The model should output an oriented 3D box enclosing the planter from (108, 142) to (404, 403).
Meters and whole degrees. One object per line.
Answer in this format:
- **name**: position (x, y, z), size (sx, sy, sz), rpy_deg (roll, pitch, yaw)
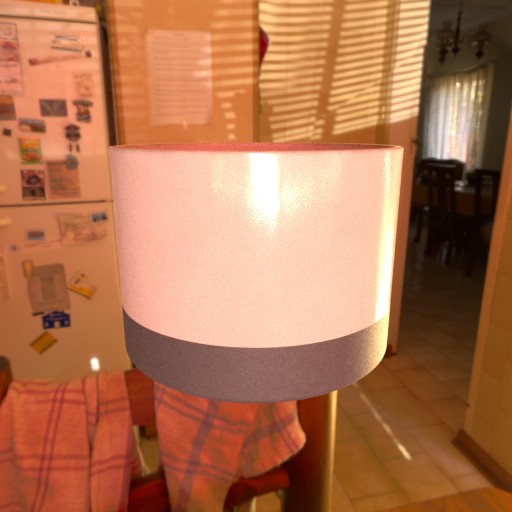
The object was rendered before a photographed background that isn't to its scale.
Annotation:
- **planter**: position (0.000, 0.000, 0.216), size (0.128, 0.105, 0.128), rpy_deg (0, 16, 0)
